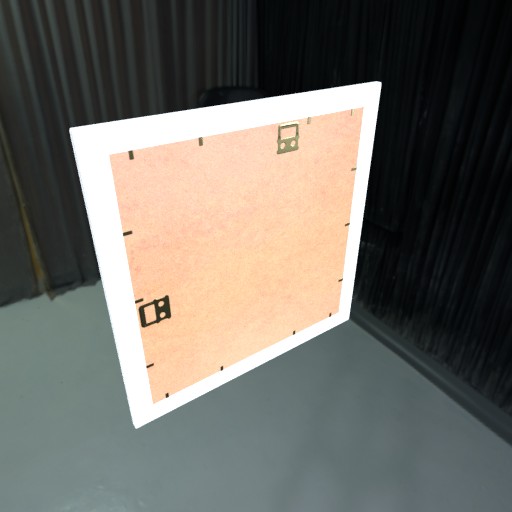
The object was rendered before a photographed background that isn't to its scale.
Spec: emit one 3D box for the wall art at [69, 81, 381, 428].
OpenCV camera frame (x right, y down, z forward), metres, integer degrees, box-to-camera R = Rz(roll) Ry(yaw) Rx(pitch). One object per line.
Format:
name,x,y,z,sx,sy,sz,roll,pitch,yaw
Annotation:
wall art,0.000,0.000,0.865,0.584,0.584,0.013,-20,37,-29
